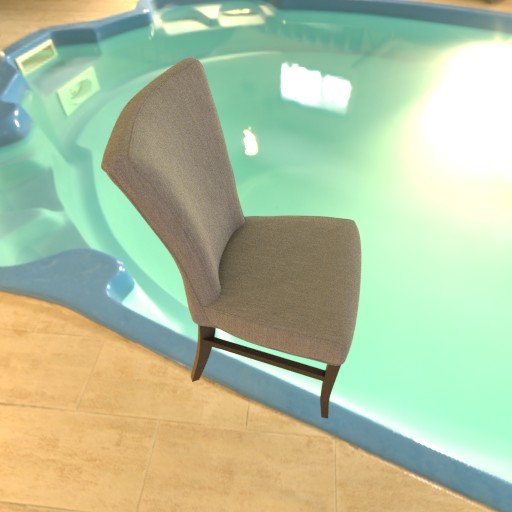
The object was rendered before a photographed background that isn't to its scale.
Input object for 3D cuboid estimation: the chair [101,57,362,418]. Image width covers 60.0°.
[{"bbox_3d":[0.000,0.000,1.376,0.660,0.991,0.520,9,47,8],"label":"chair"}]
